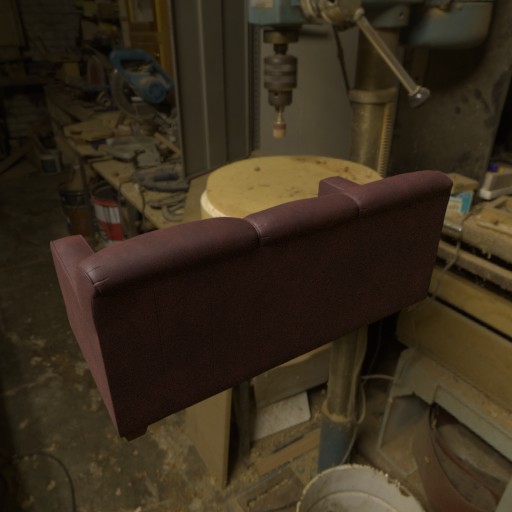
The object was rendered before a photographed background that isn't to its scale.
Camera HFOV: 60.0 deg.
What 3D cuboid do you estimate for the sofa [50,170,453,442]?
[{"bbox_3d":[0.000,0.000,2.538,2.039,0.953,1.008,-17,33,-28],"label":"sofa"}]
